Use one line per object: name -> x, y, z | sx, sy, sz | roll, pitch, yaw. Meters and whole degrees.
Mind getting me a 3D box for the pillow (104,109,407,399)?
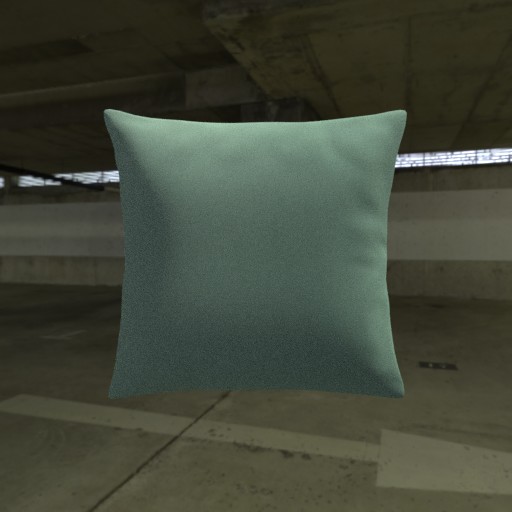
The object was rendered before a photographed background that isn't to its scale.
pillow -> 0.000, 0.000, 0.778 | 0.526, 0.507, 0.166 | 0, 1, 0
